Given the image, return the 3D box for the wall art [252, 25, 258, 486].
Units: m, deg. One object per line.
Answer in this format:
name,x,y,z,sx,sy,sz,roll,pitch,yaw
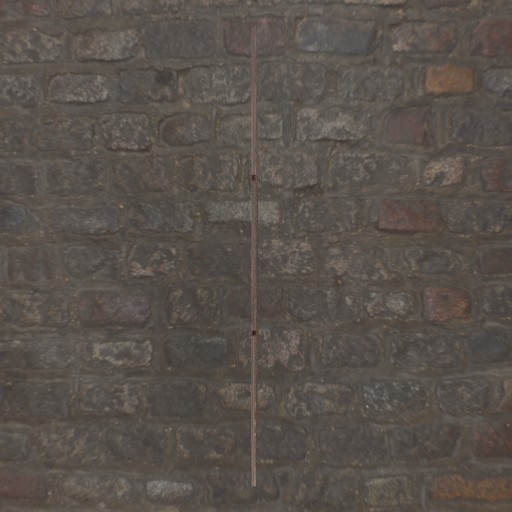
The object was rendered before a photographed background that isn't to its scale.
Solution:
wall art,0.000,0.000,2.229,0.014,1.525,1.527,0,90,1
